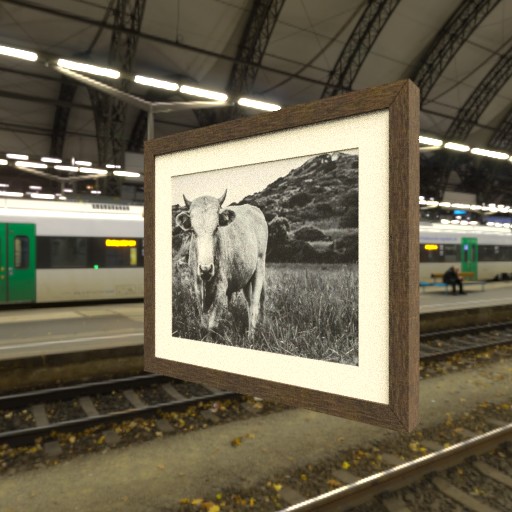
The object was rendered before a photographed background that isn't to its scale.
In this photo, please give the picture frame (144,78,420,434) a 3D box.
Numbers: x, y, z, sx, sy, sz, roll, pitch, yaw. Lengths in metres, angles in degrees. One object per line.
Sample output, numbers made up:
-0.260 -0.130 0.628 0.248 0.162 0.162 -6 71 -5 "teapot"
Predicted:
0.000 0.000 0.538 0.378 0.330 0.033 0 0 37 "picture frame"
